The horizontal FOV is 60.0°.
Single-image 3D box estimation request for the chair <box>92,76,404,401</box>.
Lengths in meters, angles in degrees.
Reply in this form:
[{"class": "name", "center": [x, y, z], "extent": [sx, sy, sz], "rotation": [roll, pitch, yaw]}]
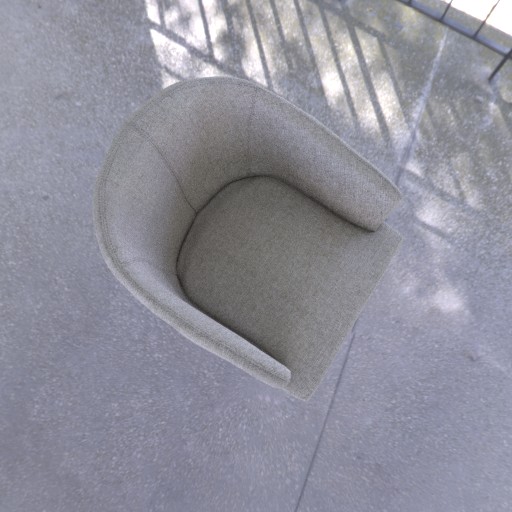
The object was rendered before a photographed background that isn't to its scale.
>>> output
[{"class": "chair", "center": [0.000, 0.000, 1.247], "extent": [0.655, 0.811, 0.583], "rotation": [32, 77, 8]}]
